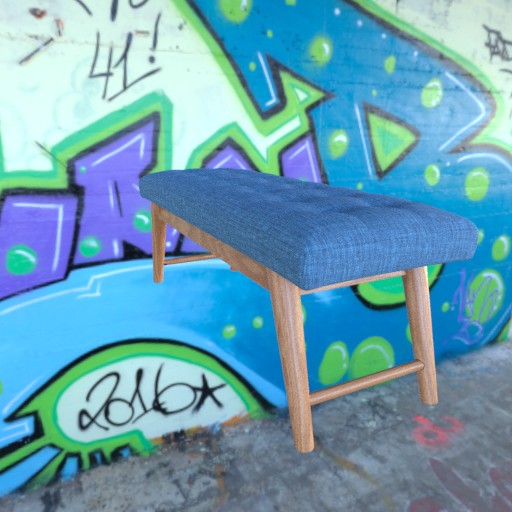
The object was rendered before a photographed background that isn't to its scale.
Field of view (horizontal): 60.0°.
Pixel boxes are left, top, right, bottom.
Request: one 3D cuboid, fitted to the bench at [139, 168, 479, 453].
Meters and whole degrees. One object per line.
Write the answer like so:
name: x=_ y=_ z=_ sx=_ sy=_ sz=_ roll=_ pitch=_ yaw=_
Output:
bench: x=0.000 y=0.000 z=1.285 sx=0.406 sy=0.432 sz=1.118 roll=-8 pitch=18 yaw=-26
